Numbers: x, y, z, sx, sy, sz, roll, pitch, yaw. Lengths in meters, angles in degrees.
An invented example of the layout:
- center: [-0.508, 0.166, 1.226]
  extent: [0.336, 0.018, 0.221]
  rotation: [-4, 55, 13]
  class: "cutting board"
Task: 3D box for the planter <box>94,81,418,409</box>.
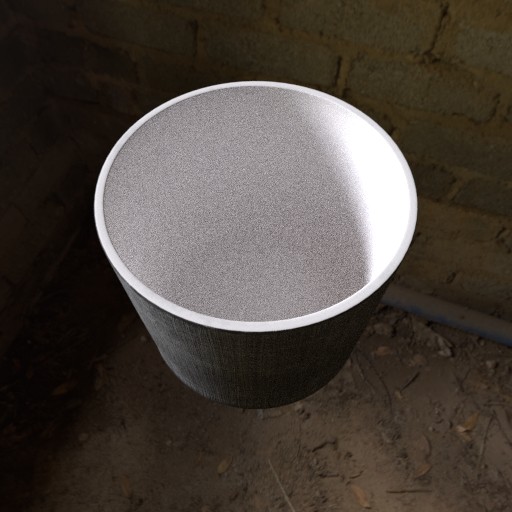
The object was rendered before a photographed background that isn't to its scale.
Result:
- center: [0.000, 0.000, 0.447]
  extent: [0.254, 0.221, 0.254]
  rotation: [0, 58, 0]
  class: "planter"
